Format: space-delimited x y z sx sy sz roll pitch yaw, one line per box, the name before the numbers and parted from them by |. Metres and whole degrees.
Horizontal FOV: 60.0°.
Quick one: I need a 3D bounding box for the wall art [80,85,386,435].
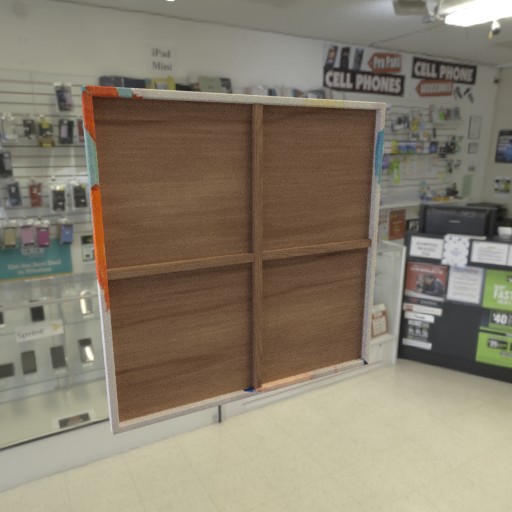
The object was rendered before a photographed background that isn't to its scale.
wall art | 0.000 0.000 1.193 0.814 0.814 0.037 -7 15 -26
